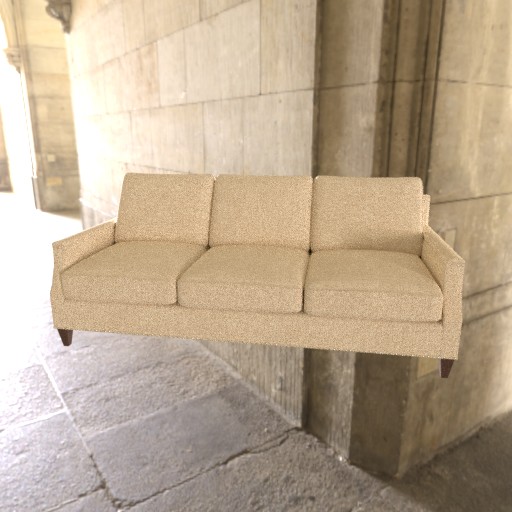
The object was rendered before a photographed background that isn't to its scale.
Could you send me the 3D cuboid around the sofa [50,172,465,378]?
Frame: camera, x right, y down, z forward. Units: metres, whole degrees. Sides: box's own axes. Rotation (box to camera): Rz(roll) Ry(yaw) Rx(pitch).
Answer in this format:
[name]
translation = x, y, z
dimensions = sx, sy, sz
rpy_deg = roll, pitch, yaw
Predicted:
[sofa]
translation = 0.000, 0.000, 2.767
dimensions = 2.210, 0.940, 1.041
rpy_deg = 3, 16, 9
